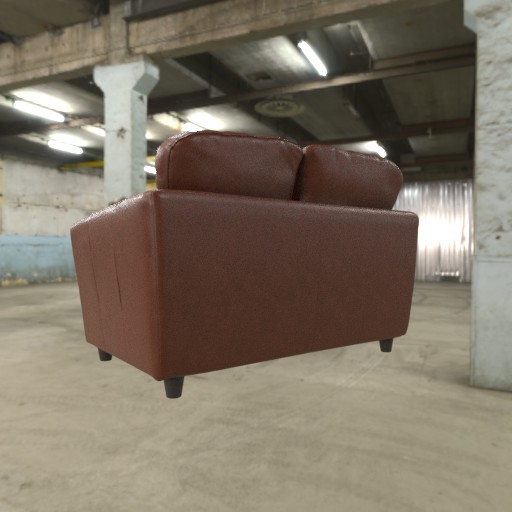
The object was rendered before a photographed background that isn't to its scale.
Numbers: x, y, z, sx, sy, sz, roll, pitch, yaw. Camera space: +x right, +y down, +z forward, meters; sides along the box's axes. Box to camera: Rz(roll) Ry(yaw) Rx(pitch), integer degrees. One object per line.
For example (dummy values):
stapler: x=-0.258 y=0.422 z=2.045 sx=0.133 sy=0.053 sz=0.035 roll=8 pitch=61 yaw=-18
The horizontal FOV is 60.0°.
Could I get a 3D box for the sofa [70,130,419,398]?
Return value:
sofa: x=0.000 y=0.000 z=1.992 sx=1.406 sy=0.906 sz=0.805 roll=0 pitch=0 yaw=-37
